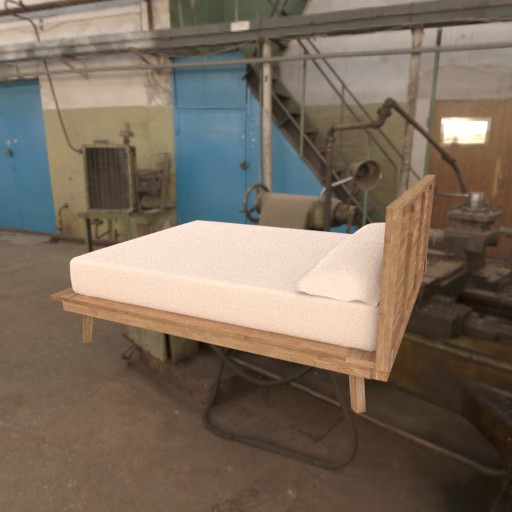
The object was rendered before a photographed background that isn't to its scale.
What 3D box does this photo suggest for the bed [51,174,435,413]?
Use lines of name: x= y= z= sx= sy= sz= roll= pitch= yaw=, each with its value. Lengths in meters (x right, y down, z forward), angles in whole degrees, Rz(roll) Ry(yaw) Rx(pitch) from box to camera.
bed: x=0.000 y=0.000 z=3.120 sx=2.145 sy=1.071 sz=1.759 roll=7 pitch=17 yaw=24
